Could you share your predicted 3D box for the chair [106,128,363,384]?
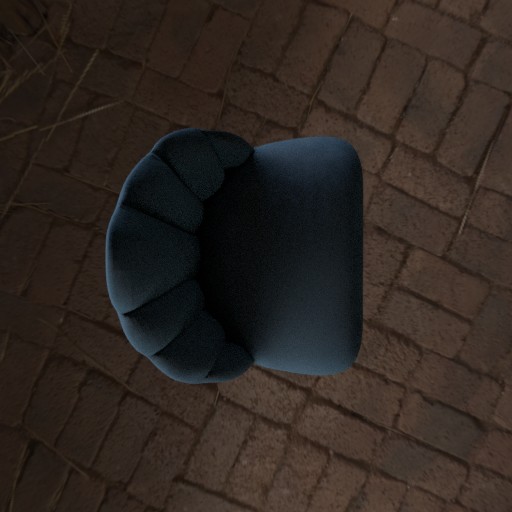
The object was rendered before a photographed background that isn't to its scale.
[{"bbox_3d":[0.000,0.000,1.264,0.599,0.819,0.657,0,91,0],"label":"chair"}]
